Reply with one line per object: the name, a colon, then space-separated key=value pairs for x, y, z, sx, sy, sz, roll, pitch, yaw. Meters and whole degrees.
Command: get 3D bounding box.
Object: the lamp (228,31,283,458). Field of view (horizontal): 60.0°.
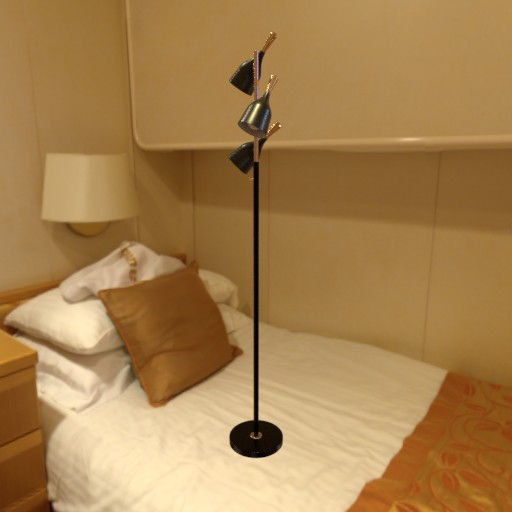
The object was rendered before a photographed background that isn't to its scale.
lamp: x=0.000 y=0.000 z=1.894 sx=0.253 sy=1.778 sz=0.434 roll=-2 pitch=13 yaw=-8
